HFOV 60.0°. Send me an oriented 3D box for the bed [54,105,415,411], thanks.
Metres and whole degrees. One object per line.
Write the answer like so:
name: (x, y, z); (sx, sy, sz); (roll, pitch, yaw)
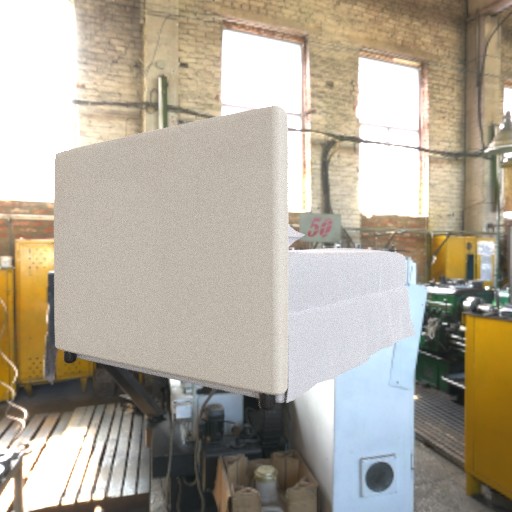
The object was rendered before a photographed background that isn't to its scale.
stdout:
bed: (0.000, 0.000, 3.190); (1.713, 1.330, 2.142); (0, 1, 34)
